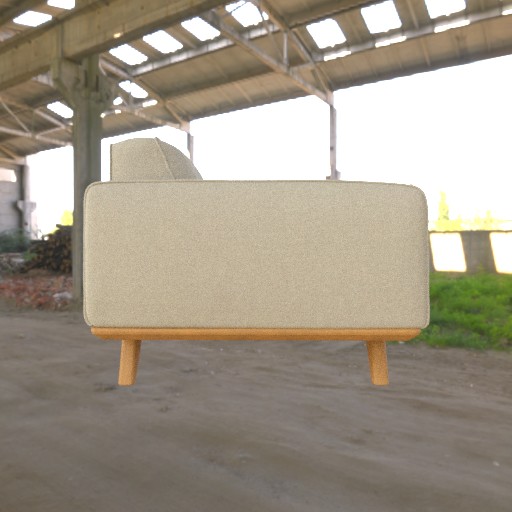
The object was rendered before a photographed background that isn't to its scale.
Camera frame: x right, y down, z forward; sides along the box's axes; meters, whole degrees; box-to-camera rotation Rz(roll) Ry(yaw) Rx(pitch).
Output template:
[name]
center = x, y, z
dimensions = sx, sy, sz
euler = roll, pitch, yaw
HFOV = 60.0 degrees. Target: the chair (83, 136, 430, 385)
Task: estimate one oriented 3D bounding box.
[chair]
center = 0.000, 0.000, 1.733
dimensions = 0.953, 0.779, 1.115
euler = 0, 0, 0
